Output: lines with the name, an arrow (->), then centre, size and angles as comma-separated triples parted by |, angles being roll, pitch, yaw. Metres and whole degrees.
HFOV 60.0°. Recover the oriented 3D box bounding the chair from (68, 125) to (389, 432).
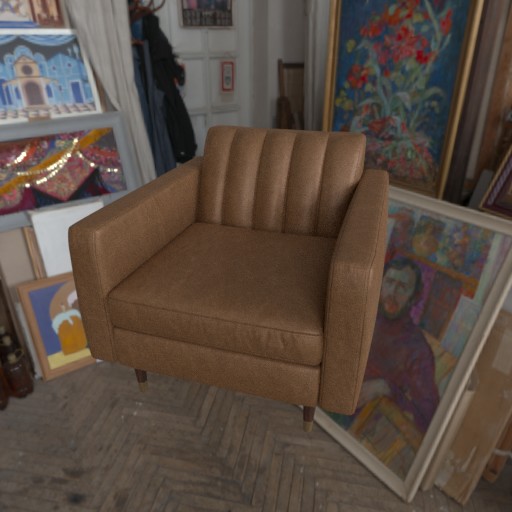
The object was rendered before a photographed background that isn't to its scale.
chair -> 0.000, 0.000, 1.722 | 0.953, 0.819, 0.998 | 8, 27, 16
